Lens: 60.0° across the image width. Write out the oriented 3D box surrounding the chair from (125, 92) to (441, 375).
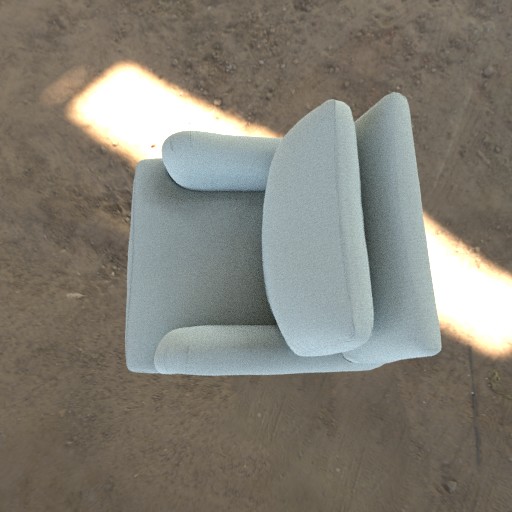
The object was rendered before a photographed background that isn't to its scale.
[{"bbox_3d":[0.000,0.000,1.837,1.070,1.038,0.955,-2,74,0],"label":"chair"}]
